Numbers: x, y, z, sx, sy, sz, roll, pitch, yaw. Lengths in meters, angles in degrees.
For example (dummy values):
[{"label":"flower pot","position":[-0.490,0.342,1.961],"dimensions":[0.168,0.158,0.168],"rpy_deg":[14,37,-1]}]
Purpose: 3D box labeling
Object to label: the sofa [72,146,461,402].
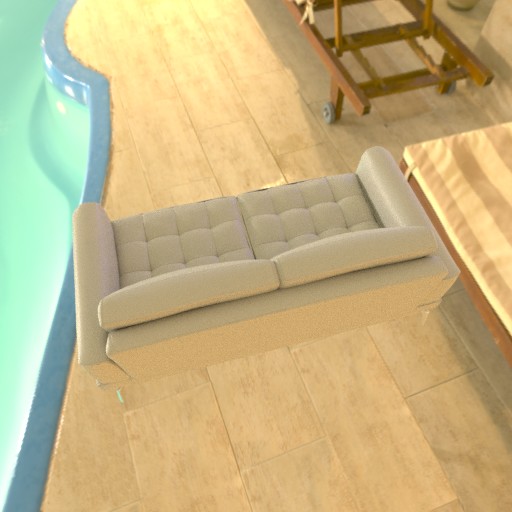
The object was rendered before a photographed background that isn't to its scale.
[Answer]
[{"label":"sofa","position":[0.000,0.000,2.764],"dimensions":[2.177,0.930,1.121],"rpy_deg":[-12,59,-8]}]
